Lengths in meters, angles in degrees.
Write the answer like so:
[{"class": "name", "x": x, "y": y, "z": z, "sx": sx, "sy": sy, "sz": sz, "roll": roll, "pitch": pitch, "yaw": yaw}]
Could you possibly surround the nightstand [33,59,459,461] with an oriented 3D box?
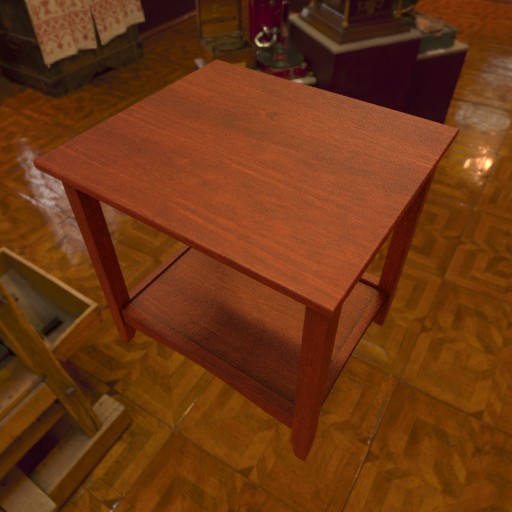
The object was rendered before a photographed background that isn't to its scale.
[{"class": "nightstand", "x": 0.000, "y": 0.000, "z": 0.970, "sx": 0.558, "sy": 0.558, "sz": 0.501, "roll": 26, "pitch": 51, "yaw": 23}]
